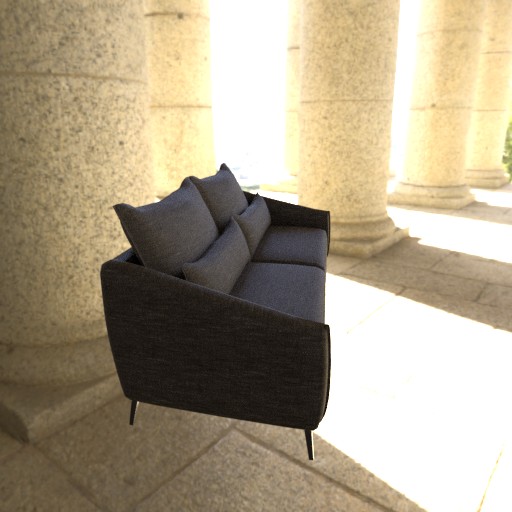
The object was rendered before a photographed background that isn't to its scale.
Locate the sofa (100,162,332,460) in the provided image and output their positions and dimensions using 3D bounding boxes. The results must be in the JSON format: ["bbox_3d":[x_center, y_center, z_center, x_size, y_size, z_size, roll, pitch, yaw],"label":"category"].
[{"bbox_3d":[0.000,0.000,2.398,0.807,0.843,2.019,3,17,9],"label":"sofa"}]
